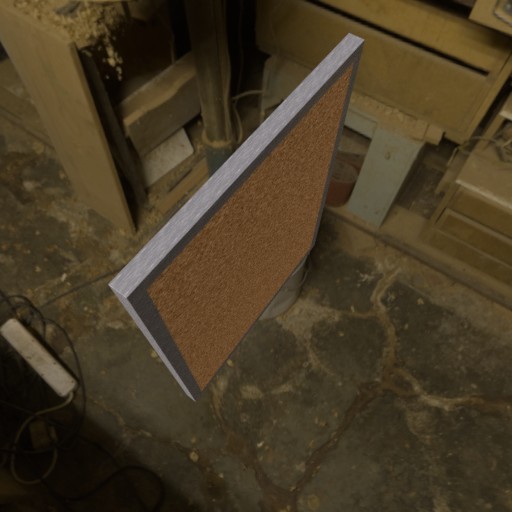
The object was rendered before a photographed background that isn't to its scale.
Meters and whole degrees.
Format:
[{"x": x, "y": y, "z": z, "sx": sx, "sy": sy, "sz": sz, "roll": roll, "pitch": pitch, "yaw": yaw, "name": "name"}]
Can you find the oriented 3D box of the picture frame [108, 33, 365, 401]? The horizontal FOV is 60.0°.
[{"x": 0.000, "y": 0.000, "z": 0.751, "sx": 0.029, "sy": 0.559, "sz": 0.454, "roll": 33, "pitch": 67, "yaw": 16, "name": "picture frame"}]
